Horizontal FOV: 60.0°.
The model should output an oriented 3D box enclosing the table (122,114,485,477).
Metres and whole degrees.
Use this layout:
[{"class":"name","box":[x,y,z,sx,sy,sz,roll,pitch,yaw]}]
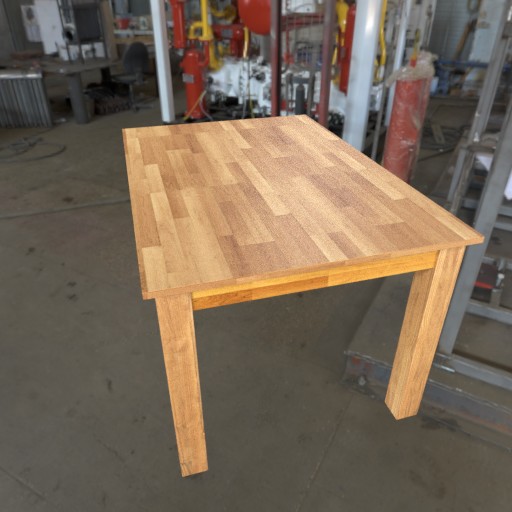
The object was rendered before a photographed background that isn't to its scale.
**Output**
[{"class":"table","box":[0.000,0.000,1.810,0.900,0.750,1.300,-9,33,-14]}]
